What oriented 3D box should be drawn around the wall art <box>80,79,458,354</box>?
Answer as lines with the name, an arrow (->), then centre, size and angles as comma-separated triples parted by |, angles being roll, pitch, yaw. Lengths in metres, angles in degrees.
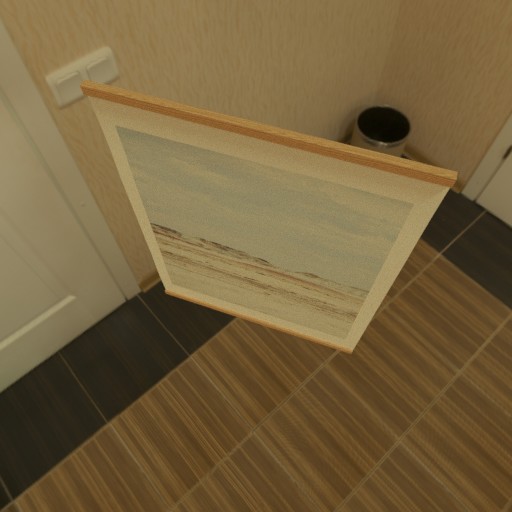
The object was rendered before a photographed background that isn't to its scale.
wall art -> 0.000, 0.000, 0.777 | 0.458, 0.605, 0.011 | 17, 61, 9
